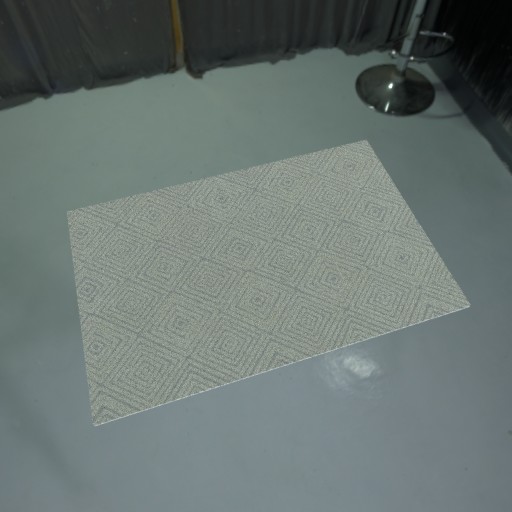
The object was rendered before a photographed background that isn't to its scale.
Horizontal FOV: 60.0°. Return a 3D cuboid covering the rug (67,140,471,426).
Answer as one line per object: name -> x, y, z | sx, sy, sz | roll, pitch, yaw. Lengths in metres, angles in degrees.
rug -> 0.000, 0.000, 2.226 | 1.753, 0.008, 1.143 | -15, 60, -9
